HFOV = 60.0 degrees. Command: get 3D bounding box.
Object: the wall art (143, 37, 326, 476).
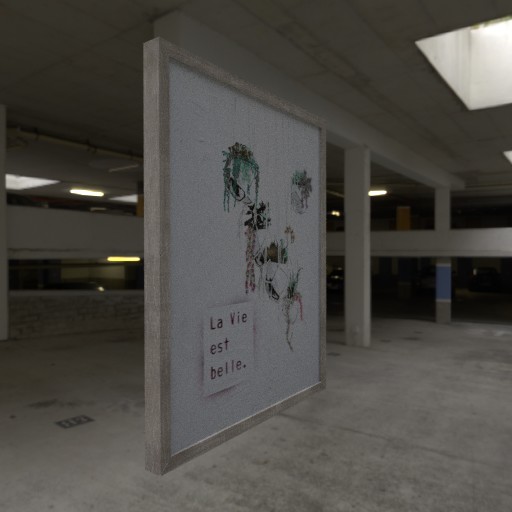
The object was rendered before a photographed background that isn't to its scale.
[{"bbox_3d":[0.000,0.000,0.703,0.032,0.521,0.421,0,1,36],"label":"wall art"}]
